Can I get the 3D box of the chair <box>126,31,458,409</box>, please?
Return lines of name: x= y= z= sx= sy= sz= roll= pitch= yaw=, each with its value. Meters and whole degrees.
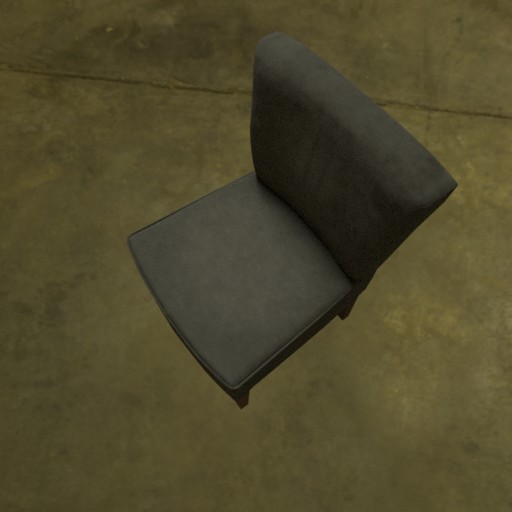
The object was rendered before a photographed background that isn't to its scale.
chair: x=0.000 y=0.000 z=1.158 sx=0.554 sy=0.806 sz=0.521 roll=-33 pitch=68 yaw=-16
